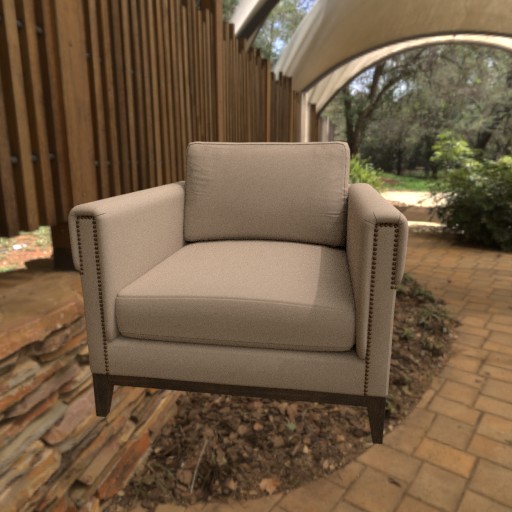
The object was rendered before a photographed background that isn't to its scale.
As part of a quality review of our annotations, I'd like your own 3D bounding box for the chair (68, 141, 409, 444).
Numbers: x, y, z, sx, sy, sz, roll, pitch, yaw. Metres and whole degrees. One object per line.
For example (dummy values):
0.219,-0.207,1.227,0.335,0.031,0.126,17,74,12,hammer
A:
0.000,0.000,1.658,0.914,0.838,0.959,2,14,9,chair
